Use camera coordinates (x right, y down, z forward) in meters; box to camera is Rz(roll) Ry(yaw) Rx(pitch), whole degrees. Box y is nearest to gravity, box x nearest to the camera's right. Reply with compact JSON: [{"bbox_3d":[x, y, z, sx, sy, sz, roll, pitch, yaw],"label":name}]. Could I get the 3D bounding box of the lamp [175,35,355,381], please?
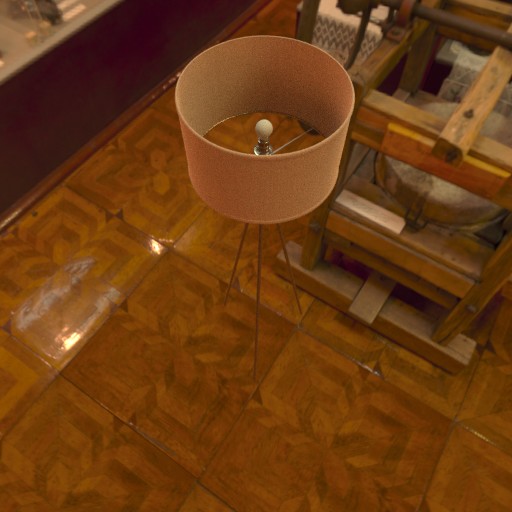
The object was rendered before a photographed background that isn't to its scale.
[{"bbox_3d":[0.000,0.000,1.681,0.460,1.545,0.449,31,64,17],"label":"lamp"}]
